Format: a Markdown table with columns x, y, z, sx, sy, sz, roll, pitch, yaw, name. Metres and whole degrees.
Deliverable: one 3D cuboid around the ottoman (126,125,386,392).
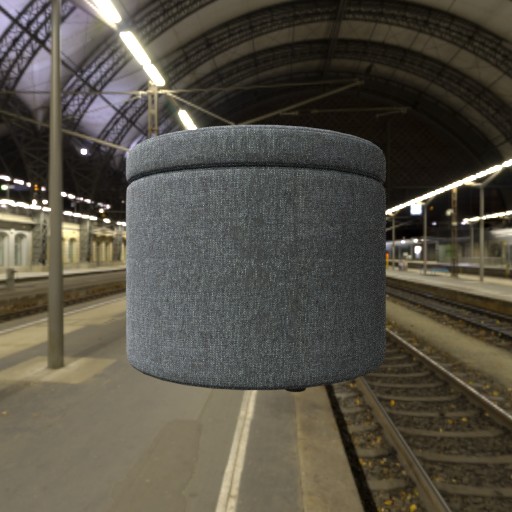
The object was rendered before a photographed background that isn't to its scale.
| x | y | z | sx | sy | sz | roll | pitch | yaw | name |
| --- | --- | --- | --- | --- | --- | --- | --- | --- | --- |
| 0.000 | 0.000 | 0.890 | 0.500 | 0.419 | 0.500 | 0 | 0 | 0 | ottoman |
